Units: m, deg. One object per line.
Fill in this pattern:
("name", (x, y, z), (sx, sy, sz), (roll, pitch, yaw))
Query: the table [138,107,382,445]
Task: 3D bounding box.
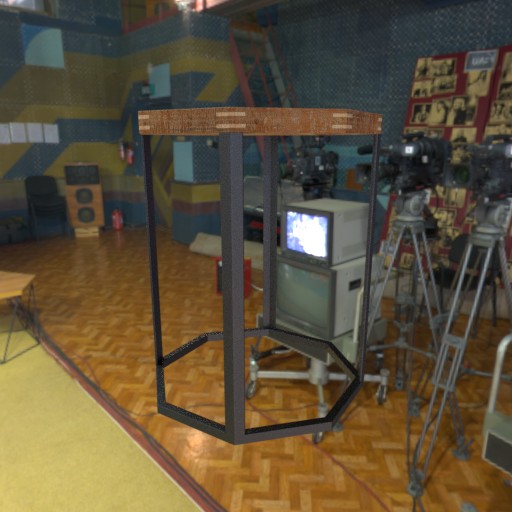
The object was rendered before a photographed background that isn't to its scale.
("table", (0.000, 0.000, 0.898), (0.458, 0.543, 0.458), (2, 15, 9))
